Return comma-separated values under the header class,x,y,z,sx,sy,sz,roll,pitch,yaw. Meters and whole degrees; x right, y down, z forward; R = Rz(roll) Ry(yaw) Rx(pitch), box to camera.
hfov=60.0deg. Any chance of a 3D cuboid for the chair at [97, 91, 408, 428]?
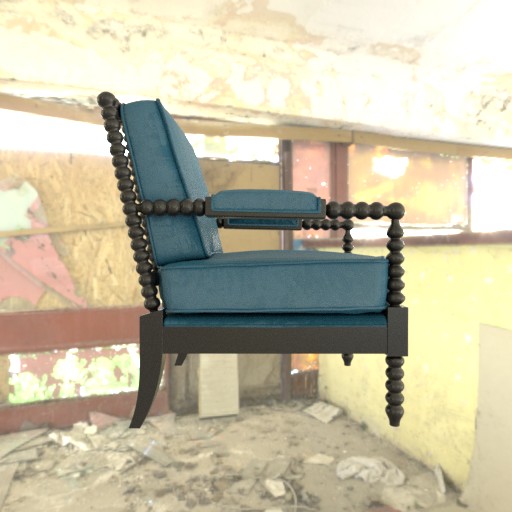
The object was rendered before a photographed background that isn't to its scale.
class,x,y,z,sx,sy,sz,roll,pitch,yaw
chair,0.000,0.000,1.425,0.805,0.857,0.688,0,1,0
